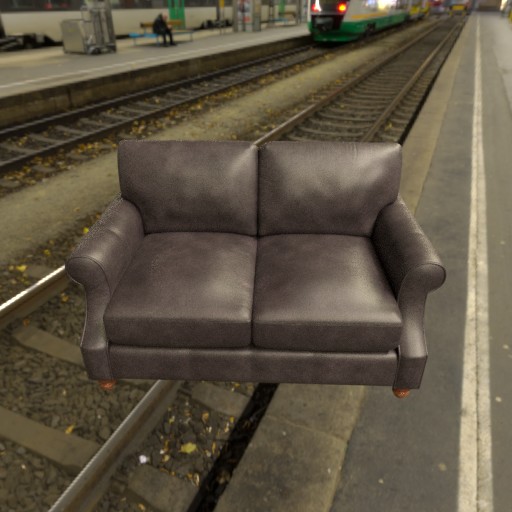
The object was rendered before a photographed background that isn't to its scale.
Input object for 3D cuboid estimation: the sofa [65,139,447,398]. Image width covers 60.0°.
[{"bbox_3d":[0.000,0.000,2.269,1.663,0.979,1.030,1,30,2],"label":"sofa"}]
